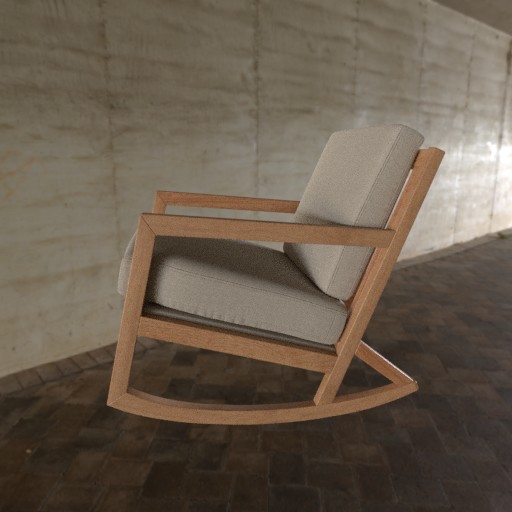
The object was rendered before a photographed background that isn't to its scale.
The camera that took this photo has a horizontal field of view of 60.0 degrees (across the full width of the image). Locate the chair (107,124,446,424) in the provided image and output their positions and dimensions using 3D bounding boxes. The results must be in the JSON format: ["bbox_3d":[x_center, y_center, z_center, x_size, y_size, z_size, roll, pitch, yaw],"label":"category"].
[{"bbox_3d":[0.000,0.000,1.409,0.857,0.790,0.622,-2,14,-9],"label":"chair"}]
